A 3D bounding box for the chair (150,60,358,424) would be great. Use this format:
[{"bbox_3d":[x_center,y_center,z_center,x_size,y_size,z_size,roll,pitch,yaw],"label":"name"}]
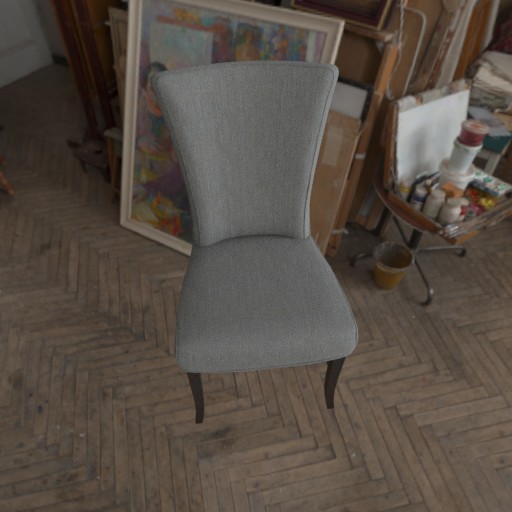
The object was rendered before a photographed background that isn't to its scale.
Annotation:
[{"bbox_3d":[0.000,0.000,1.399,0.520,0.991,0.660,-5,47,-4],"label":"chair"}]
